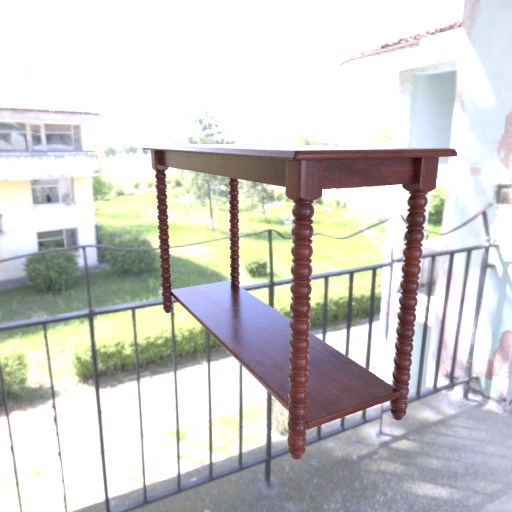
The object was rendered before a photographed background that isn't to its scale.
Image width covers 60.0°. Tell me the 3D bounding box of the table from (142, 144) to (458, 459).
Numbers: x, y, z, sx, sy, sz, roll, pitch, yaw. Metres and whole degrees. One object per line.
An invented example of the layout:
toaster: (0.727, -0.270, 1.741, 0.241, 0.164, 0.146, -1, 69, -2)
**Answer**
table: (0.000, 0.000, 1.534, 0.459, 0.740, 1.184, -8, 16, -27)
